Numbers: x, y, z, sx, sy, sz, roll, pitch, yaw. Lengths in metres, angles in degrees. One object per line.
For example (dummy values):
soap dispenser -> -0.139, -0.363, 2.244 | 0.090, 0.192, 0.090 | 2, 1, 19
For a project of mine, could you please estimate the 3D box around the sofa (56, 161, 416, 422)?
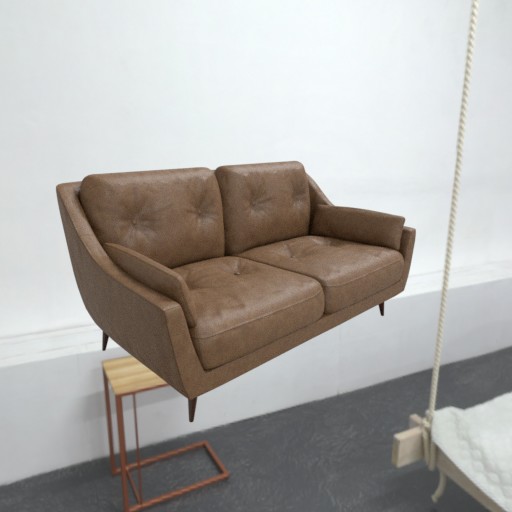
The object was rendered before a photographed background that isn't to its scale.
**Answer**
sofa -> 0.000, 0.000, 2.305 | 0.981, 0.886, 1.731 | 15, 21, 43
